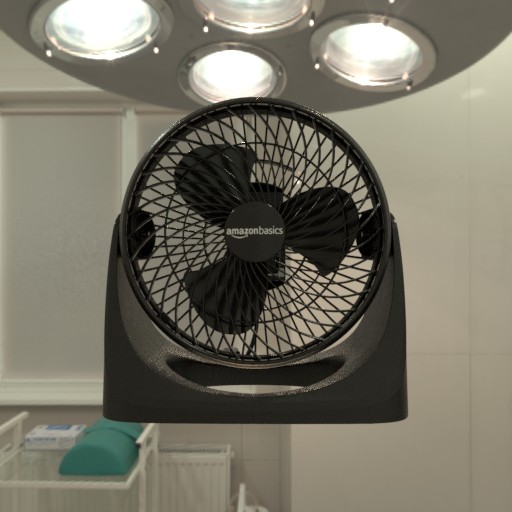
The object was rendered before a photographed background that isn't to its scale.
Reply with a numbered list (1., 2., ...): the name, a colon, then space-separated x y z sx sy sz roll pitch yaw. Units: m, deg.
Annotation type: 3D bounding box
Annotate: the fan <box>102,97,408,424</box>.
1. fan: 0.000 0.000 0.488 0.273 0.277 0.256 0 0 1
